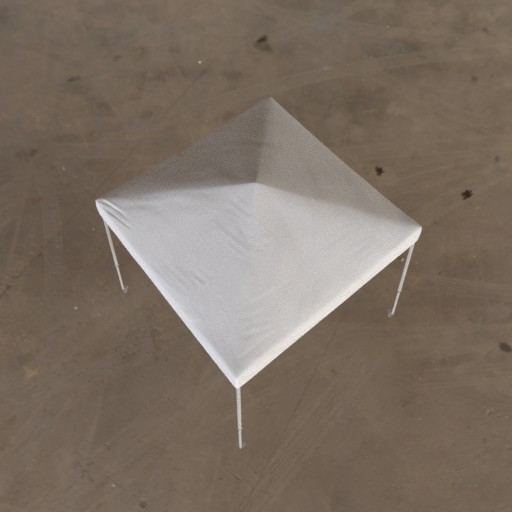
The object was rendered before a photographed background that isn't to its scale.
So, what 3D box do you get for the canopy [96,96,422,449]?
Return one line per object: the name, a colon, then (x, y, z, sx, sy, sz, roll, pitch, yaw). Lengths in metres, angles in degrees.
canopy: (0.000, 0.000, 5.264, 2.848, 2.849, 2.849, -36, 68, -17)
